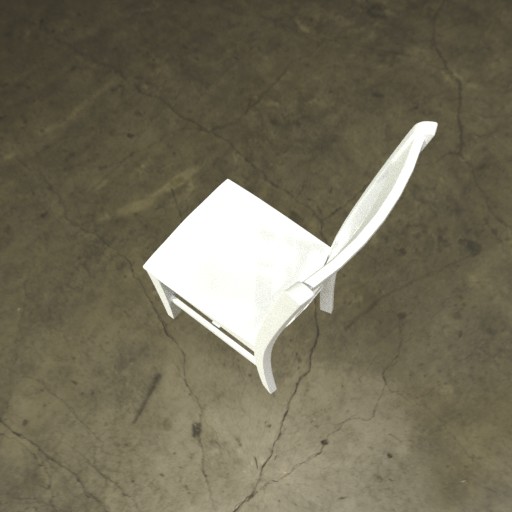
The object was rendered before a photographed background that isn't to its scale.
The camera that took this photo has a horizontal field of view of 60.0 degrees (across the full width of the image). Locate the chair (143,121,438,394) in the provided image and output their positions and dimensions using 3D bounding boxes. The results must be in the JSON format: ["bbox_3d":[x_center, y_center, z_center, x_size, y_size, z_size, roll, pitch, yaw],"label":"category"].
[{"bbox_3d":[0.000,0.000,1.255,0.555,0.998,0.450,34,68,16],"label":"chair"}]
